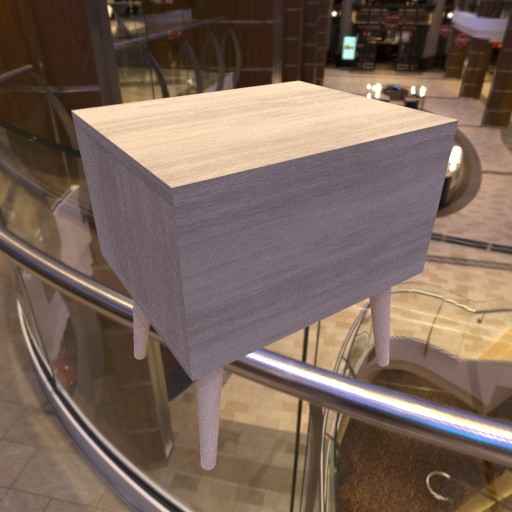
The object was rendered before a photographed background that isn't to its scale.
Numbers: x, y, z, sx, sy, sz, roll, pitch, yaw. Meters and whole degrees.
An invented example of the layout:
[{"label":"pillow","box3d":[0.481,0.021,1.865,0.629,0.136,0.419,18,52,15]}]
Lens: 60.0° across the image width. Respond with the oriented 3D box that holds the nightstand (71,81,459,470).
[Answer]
[{"label":"nightstand","box3d":[0.000,0.000,0.798,0.450,0.500,0.380,-19,36,-28]}]
